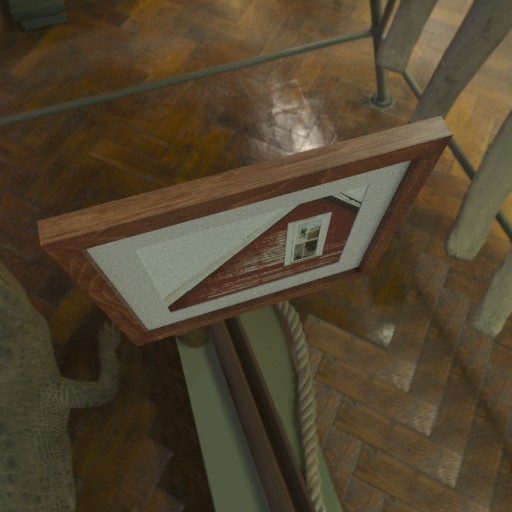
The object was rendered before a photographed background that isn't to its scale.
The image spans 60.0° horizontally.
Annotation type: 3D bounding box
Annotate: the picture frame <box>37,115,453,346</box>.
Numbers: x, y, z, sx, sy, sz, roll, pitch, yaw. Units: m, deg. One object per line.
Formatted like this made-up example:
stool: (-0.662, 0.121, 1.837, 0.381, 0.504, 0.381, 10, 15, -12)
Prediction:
picture frame: (0.000, 0.000, 0.543, 0.381, 0.330, 0.025, -16, 65, -8)
